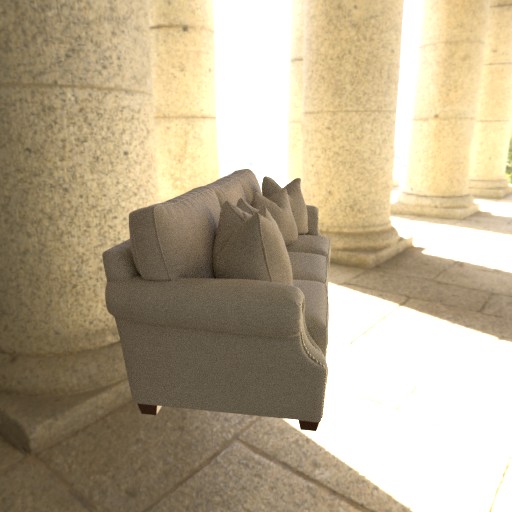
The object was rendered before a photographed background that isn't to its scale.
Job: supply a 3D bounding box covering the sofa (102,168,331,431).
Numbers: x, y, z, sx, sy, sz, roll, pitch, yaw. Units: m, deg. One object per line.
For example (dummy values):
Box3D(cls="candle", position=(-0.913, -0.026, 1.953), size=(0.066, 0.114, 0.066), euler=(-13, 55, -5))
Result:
Box3D(cls="sofa", position=(0.000, 0.000, 2.869), size=(0.965, 0.975, 2.312), euler=(3, 16, 9))
